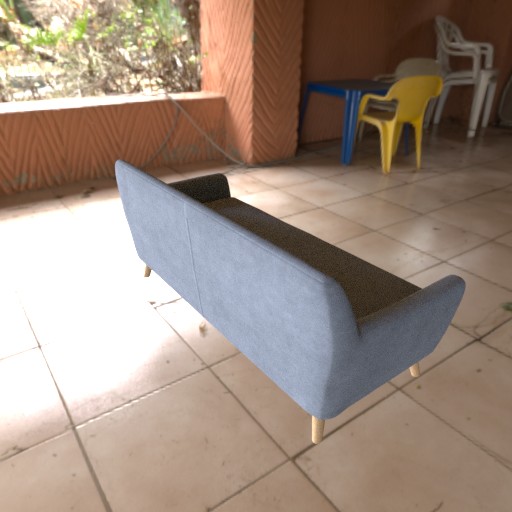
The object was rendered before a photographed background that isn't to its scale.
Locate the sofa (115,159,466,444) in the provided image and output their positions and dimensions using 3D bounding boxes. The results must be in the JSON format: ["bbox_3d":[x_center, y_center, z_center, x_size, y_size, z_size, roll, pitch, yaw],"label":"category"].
[{"bbox_3d":[0.000,0.000,2.432,0.830,0.830,1.970,-18,32,-32],"label":"sofa"}]
